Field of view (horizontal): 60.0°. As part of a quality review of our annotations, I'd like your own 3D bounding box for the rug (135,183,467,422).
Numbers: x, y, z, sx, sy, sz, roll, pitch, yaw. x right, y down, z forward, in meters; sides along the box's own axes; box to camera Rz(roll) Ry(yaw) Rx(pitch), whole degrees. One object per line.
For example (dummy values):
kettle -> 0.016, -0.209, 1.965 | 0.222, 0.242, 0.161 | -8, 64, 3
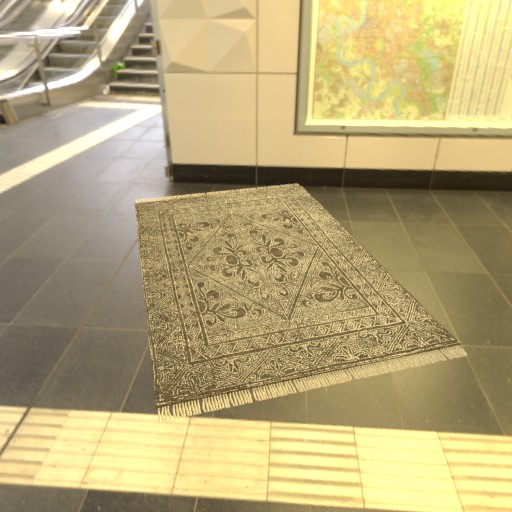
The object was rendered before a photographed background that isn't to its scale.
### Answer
rug -> 0.000, 0.000, 3.020 | 1.529, 0.010, 2.440 | -8, 31, -13
